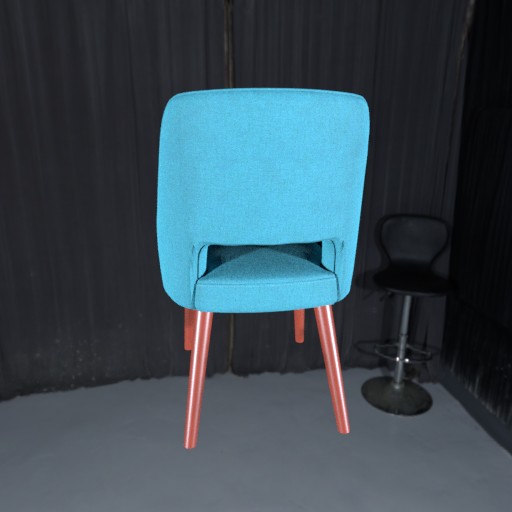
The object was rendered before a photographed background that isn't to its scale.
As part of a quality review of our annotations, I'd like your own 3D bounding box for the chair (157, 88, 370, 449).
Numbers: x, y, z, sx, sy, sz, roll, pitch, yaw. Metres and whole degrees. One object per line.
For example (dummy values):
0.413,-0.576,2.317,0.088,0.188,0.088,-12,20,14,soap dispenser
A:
0.000,0.000,1.263,0.548,0.849,0.605,-2,16,-8,chair
